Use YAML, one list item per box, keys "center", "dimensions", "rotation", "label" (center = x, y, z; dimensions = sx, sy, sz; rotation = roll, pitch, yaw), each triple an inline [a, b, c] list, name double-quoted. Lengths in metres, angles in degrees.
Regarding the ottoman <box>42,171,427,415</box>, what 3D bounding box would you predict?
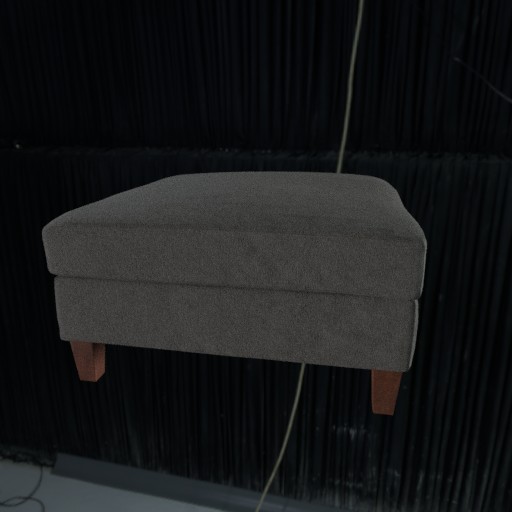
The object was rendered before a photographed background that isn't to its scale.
- center: [0.000, 0.000, 1.389]
  dimensions: [0.861, 0.482, 0.881]
  rotation: [3, 17, 10]
  label: "ottoman"
